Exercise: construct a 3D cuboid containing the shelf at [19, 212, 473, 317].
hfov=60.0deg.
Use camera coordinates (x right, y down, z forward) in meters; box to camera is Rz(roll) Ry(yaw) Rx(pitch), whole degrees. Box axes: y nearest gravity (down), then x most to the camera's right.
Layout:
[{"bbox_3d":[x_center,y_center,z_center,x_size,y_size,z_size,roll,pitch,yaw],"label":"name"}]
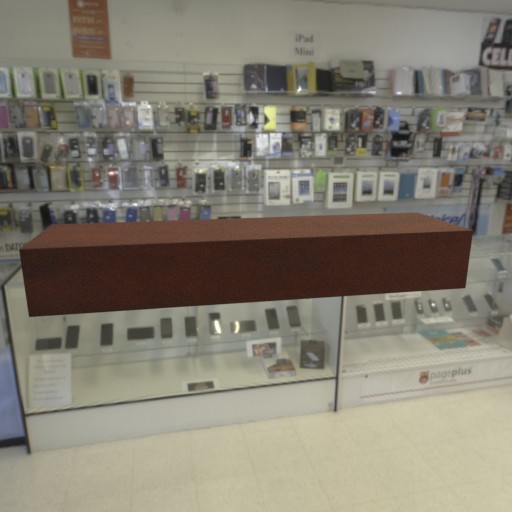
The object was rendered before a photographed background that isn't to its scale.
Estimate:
[{"bbox_3d":[0.000,0.000,0.668,0.607,0.088,0.152,-3,16,-10],"label":"shelf"}]
